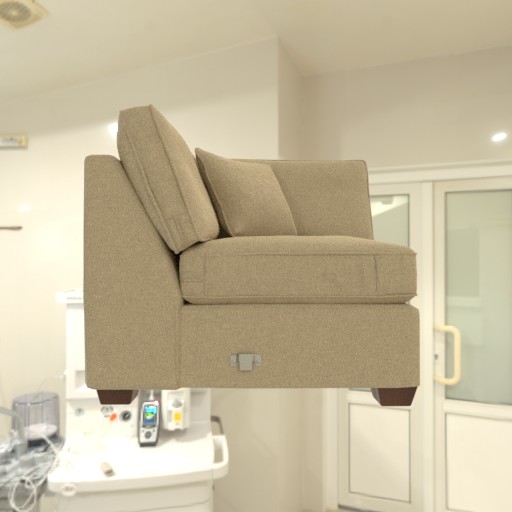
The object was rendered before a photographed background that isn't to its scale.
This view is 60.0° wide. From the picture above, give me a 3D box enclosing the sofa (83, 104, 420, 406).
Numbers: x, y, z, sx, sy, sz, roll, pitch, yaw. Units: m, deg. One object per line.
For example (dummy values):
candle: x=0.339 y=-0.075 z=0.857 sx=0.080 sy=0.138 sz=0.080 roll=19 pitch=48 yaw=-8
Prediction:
sofa: x=0.000 y=0.000 z=1.948 sx=1.146 sy=1.002 sz=1.084 roll=0 pitch=-1 yaw=-1
